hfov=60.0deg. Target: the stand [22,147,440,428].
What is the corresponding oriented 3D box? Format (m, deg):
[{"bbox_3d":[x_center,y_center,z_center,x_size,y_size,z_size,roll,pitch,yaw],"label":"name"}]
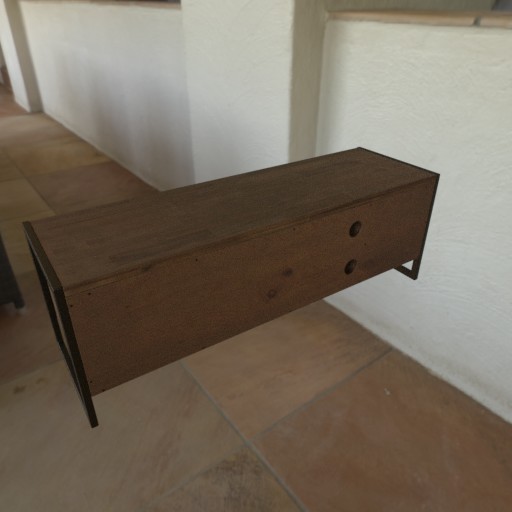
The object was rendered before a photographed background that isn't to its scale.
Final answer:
[{"bbox_3d":[0.000,0.000,1.718,1.480,0.506,0.454,-18,35,-28],"label":"stand"}]
